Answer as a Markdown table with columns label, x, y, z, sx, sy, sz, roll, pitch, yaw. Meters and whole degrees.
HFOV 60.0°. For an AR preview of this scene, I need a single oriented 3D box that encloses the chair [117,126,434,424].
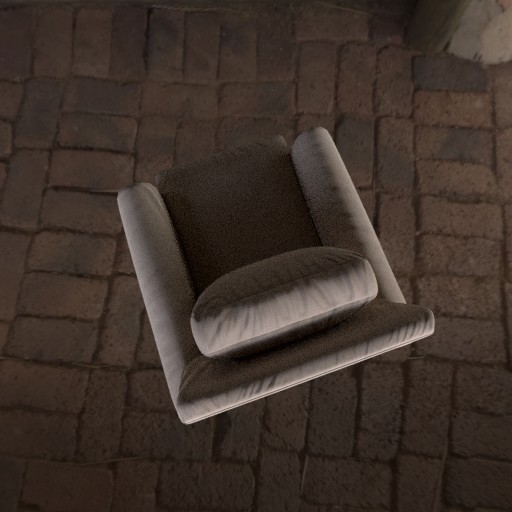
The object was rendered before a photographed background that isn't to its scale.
| label | x | y | z | sx | sy | sz | roll | pitch | yaw |
| --- | --- | --- | --- | --- | --- | --- | --- | --- | --- |
| chair | 0.000 | 0.000 | 1.814 | 0.940 | 0.866 | 1.066 | -19 | 76 | -5 |
